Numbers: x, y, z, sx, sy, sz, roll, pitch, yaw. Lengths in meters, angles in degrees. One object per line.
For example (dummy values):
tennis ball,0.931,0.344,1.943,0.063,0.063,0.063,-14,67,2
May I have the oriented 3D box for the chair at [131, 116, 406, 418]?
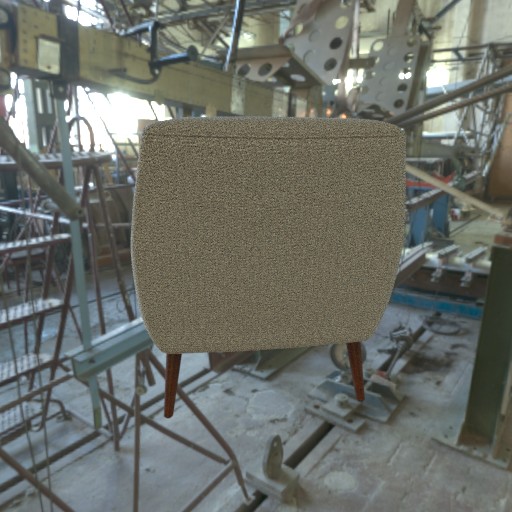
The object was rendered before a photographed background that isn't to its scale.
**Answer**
chair,0.000,0.000,1.468,0.762,0.838,0.787,-2,14,-8
